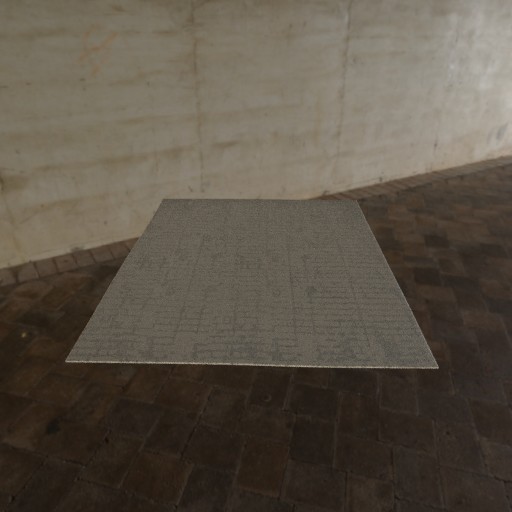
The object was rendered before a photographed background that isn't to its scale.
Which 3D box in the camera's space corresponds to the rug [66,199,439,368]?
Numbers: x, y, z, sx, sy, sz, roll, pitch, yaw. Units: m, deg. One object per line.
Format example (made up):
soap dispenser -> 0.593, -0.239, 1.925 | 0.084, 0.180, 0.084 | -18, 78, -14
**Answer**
rug -> 0.000, 0.000, 4.234 | 2.447, 0.014, 3.061 | 1, 28, 1
